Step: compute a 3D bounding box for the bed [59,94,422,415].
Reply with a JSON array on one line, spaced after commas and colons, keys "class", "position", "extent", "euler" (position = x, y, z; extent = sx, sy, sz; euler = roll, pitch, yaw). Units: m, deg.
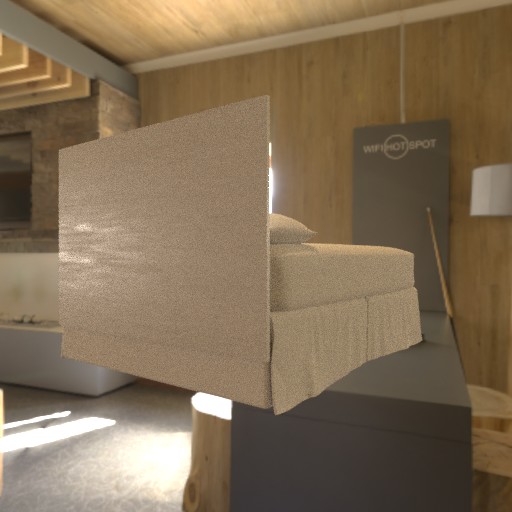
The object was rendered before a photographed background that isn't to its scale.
[{"class": "bed", "position": [0.000, 0.000, 3.162], "extent": [1.745, 1.335, 2.094], "euler": [0, 0, 37]}]
